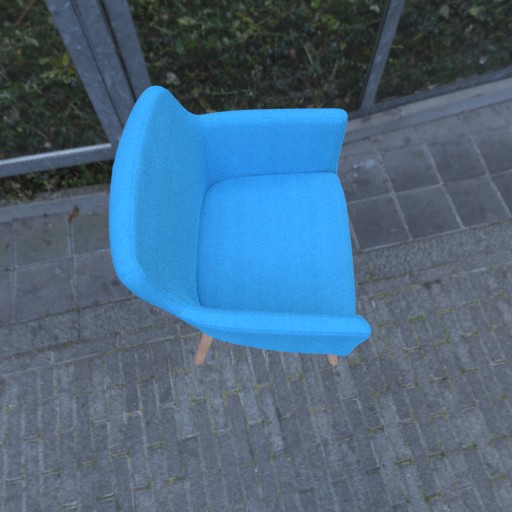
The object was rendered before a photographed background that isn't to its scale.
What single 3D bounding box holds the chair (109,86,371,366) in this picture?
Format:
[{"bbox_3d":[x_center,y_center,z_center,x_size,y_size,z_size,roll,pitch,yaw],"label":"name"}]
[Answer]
[{"bbox_3d":[0.000,0.000,1.173,0.540,0.780,0.570,0,64,0],"label":"chair"}]
